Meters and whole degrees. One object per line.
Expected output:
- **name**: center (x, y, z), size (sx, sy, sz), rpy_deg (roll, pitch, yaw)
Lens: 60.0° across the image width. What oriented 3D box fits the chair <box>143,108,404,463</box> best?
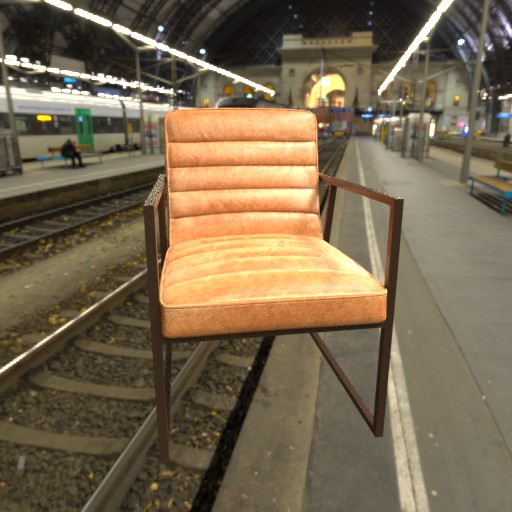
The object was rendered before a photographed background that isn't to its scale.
- **chair**: center (0.000, 0.000, 1.281), size (0.571, 0.832, 0.677), rpy_deg (-3, 16, -9)
